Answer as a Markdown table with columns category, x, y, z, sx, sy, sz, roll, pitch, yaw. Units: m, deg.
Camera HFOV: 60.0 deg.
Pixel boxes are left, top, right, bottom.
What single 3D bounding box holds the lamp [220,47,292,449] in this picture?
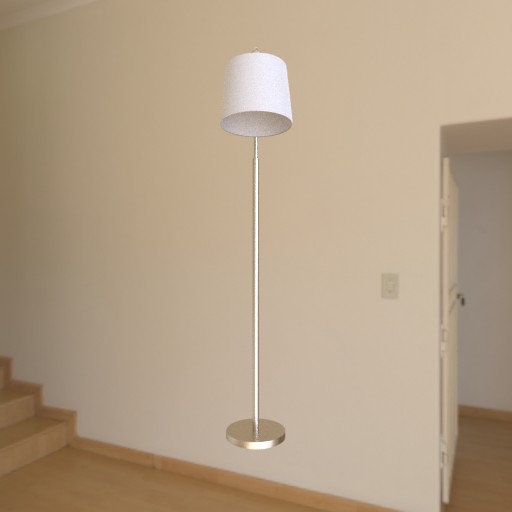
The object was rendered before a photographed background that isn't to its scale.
| category | x | y | z | sx | sy | sz | roll | pitch | yaw |
| --- | --- | --- | --- | --- | --- | --- | --- | --- | --- |
| lamp | 0.000 | 0.000 | 1.682 | 0.254 | 1.478 | 0.508 | 0 | 0 | 0 |
